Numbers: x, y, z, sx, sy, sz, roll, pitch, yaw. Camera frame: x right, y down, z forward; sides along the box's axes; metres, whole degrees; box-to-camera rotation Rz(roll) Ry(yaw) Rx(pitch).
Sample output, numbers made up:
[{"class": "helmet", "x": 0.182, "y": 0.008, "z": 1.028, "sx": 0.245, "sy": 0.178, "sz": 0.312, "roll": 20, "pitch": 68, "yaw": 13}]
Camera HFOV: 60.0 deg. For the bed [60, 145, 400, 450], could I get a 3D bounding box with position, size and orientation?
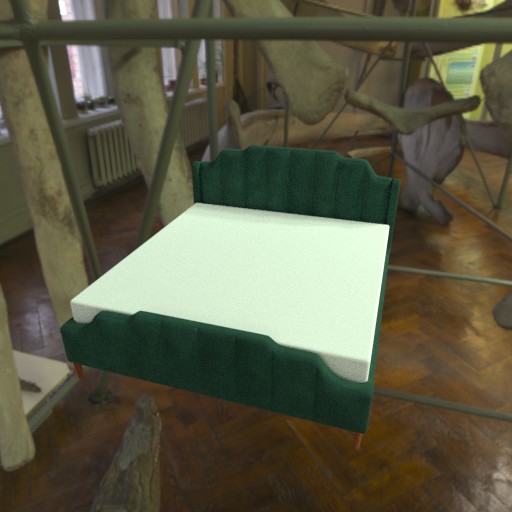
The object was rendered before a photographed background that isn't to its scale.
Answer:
[{"class": "bed", "x": 0.000, "y": 0.000, "z": 3.596, "sx": 2.074, "sy": 1.245, "sz": 2.340, "roll": 8, "pitch": 28, "yaw": 16}]
